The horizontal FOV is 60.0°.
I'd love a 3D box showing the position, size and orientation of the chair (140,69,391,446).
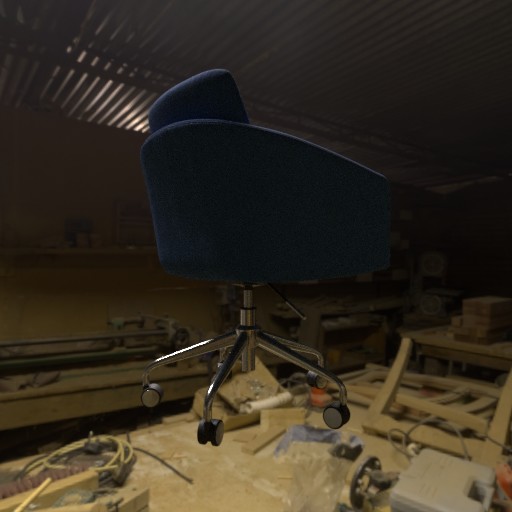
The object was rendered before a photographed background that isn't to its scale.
[{"bbox_3d":[0.000,0.000,1.365,0.635,0.908,0.641,0,0,-37],"label":"chair"}]
